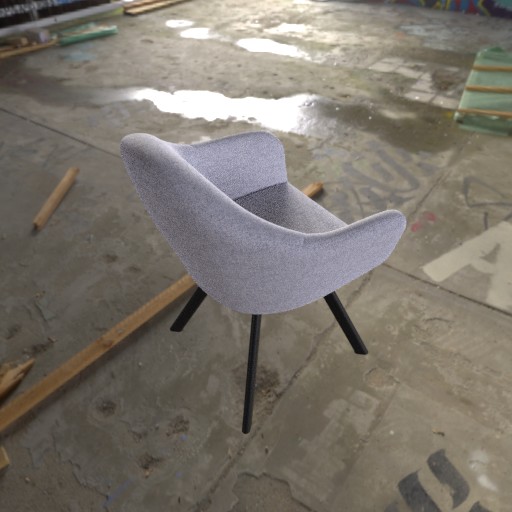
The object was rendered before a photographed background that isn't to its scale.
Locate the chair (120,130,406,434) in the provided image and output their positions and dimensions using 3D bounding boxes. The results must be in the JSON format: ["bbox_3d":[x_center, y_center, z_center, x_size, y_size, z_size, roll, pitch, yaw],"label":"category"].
[{"bbox_3d":[0.000,0.000,1.191,0.570,0.780,0.540,-25,47,-26],"label":"chair"}]
